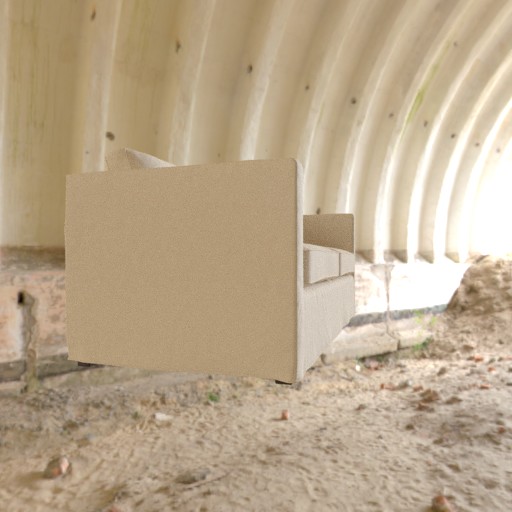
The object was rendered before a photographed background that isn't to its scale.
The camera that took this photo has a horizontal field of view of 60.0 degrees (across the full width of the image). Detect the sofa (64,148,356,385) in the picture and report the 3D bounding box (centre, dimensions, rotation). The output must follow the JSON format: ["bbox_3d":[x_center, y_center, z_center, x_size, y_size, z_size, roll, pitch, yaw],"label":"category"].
[{"bbox_3d":[0.000,0.000,2.483,0.940,0.870,1.987,0,0,18],"label":"sofa"}]
